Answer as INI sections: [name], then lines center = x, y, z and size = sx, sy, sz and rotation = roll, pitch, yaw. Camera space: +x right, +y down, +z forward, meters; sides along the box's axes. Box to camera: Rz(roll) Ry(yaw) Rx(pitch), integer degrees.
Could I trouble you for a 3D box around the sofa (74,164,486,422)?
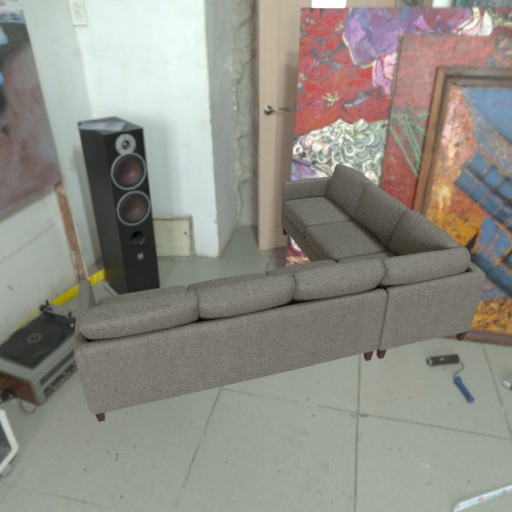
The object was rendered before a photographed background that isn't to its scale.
[sofa]
center = 0.000, 0.000, 4.456
size = 3.302, 0.947, 2.593
rotation = -9, 31, -14
